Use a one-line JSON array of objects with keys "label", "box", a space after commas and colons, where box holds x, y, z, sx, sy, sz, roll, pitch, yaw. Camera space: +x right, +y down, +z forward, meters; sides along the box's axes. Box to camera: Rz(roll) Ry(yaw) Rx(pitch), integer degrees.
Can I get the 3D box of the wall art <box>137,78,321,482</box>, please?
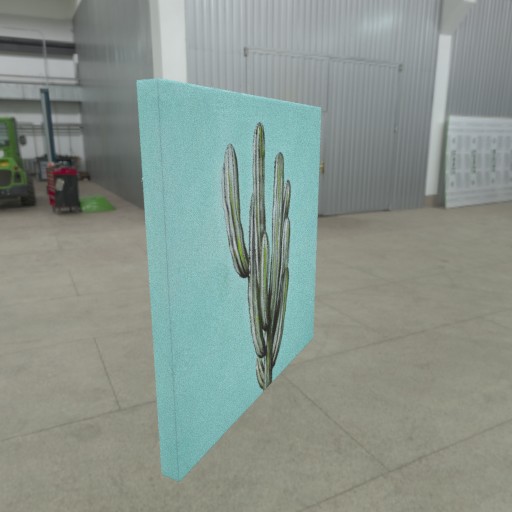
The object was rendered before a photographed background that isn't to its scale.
[{"label": "wall art", "box": [0.000, 0.000, 1.136, 0.054, 0.766, 0.765, 8, 17, 27]}]
